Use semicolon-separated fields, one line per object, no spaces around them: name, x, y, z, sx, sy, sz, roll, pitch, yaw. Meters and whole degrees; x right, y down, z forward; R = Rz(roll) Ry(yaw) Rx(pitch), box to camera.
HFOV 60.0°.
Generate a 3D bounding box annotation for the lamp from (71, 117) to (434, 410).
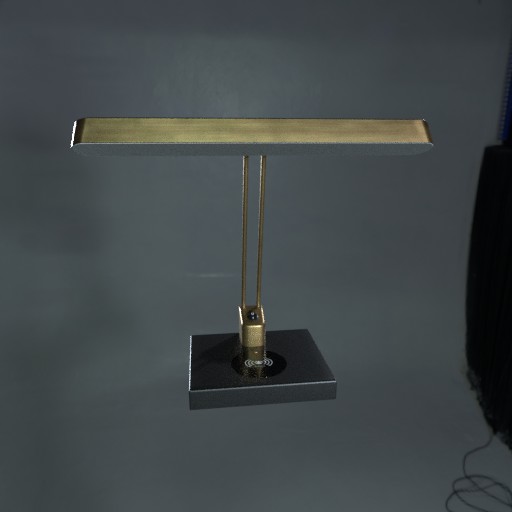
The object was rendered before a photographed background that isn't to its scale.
lamp;0.000;0.000;0.584;0.412;0.345;0.156;-2;16;-7
